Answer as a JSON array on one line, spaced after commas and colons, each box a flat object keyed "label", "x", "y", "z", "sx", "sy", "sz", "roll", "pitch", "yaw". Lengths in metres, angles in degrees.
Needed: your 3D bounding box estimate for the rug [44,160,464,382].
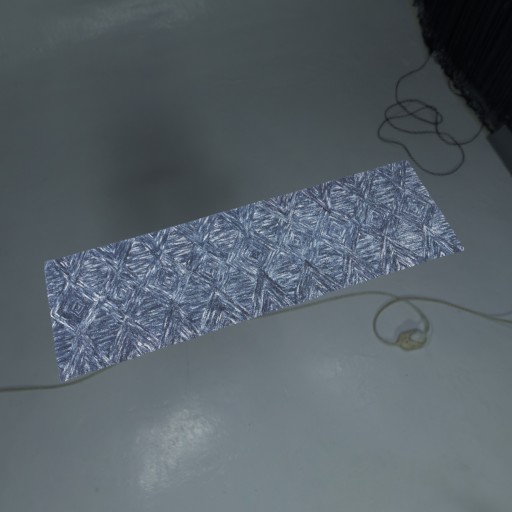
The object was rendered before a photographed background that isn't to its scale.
[{"label": "rug", "x": 0.000, "y": 0.000, "z": 2.532, "sx": 2.306, "sy": 0.013, "sz": 0.719, "roll": -17, "pitch": 63, "yaw": -9}]
